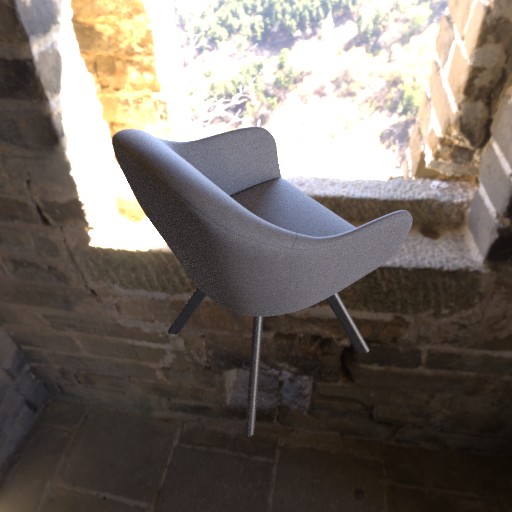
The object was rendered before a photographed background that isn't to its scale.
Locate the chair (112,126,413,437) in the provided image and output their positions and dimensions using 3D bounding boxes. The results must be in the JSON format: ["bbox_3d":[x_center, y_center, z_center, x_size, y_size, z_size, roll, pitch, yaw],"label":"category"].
[{"bbox_3d":[0.000,0.000,1.167,0.570,0.780,0.540,-26,48,-27],"label":"chair"}]
